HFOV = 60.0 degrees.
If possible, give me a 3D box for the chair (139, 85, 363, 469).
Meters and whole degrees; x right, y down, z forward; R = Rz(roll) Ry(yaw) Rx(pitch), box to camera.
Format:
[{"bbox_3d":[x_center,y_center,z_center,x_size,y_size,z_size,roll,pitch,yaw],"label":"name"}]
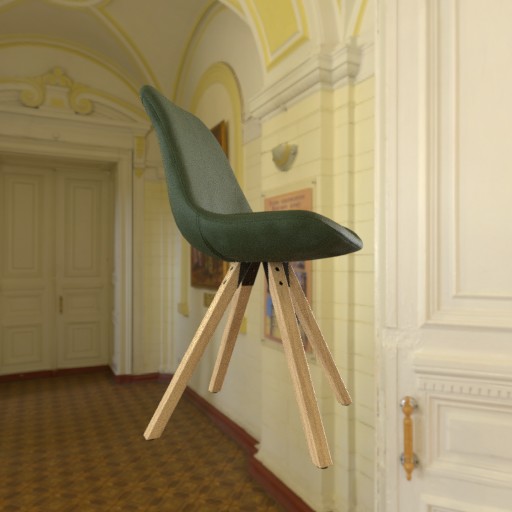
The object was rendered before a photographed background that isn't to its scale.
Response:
[{"bbox_3d":[0.000,0.000,1.167,0.547,0.865,0.483,0,0,18],"label":"chair"}]
